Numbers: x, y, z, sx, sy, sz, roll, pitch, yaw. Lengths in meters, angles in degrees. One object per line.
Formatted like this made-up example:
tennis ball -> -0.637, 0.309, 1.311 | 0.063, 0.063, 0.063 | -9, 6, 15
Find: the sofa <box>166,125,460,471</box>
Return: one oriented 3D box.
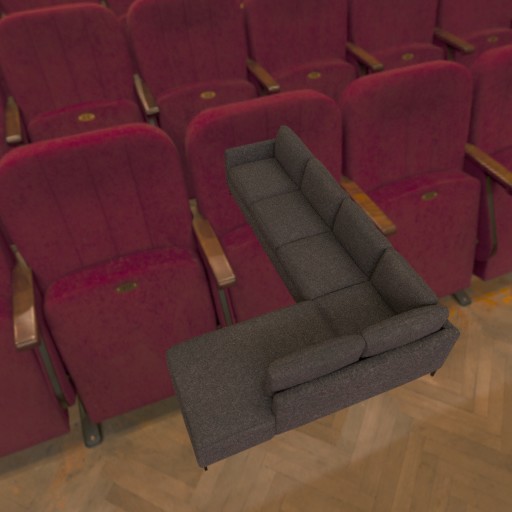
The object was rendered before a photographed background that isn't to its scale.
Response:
sofa -> 0.000, 0.000, 3.969 | 2.007, 0.815, 2.949 | -16, 48, -15
